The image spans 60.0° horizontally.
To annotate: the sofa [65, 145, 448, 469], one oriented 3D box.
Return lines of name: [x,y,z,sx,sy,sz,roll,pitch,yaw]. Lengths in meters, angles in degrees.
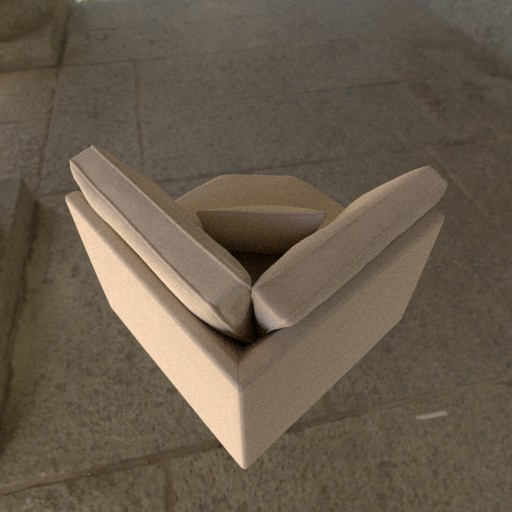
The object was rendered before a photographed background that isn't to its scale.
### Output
sofa: [0.000,0.000,1.874,1.050,0.937,1.042,-33,56,-27]
